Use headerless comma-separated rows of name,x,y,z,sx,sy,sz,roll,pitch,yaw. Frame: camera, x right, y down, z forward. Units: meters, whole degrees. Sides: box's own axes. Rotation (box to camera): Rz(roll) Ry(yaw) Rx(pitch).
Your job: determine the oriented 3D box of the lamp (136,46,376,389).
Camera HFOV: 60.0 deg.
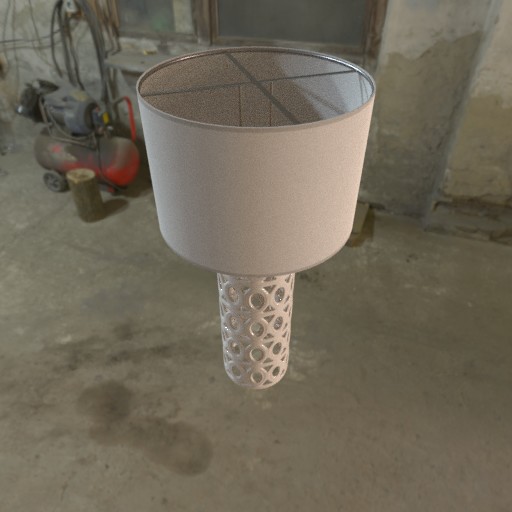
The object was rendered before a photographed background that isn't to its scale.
lamp,0.000,0.000,0.816,0.325,0.636,0.324,-12,41,-14
